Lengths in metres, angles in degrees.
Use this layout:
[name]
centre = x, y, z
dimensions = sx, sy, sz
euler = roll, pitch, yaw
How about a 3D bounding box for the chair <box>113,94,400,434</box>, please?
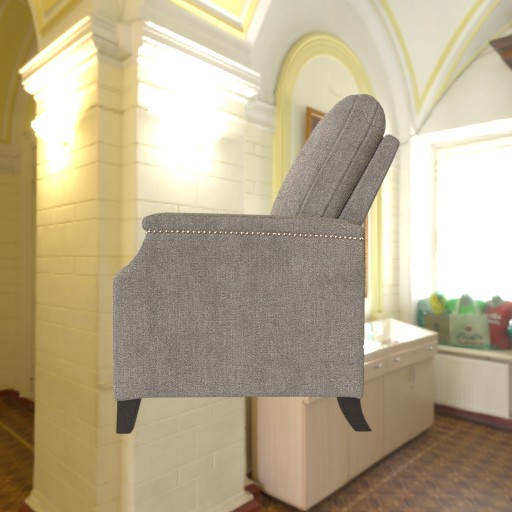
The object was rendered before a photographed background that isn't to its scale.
[chair]
centre = 0.000, 0.000, 1.650
dimensions = 0.922, 1.049, 0.710
euler = 0, -1, -1
